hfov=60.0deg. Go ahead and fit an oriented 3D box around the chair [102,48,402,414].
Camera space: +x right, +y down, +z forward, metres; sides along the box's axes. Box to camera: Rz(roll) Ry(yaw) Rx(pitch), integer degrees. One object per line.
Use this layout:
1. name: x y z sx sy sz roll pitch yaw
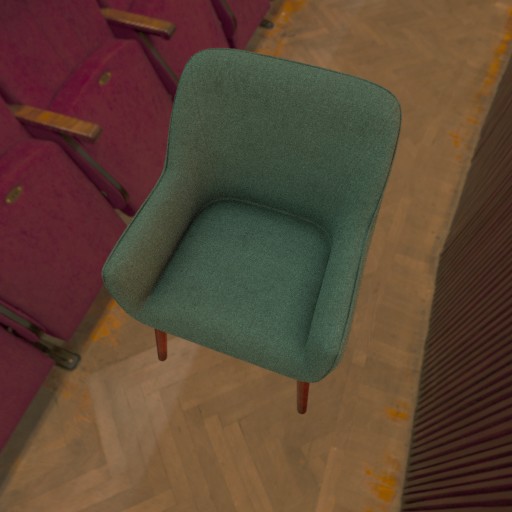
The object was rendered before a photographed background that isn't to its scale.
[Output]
1. chair: 0.000 0.000 1.151 0.543 0.803 0.519 18 60 10
